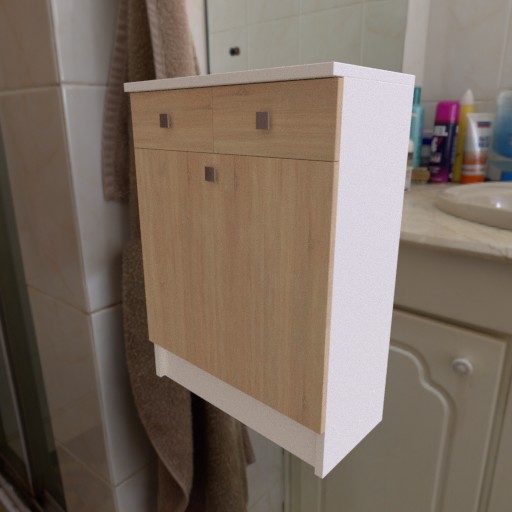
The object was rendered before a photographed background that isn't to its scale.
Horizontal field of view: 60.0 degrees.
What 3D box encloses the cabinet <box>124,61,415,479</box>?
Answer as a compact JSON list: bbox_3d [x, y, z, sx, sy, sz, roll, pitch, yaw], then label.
[{"bbox_3d":[0.000,0.000,1.099,0.600,0.815,0.296,15,22,40],"label":"cabinet"}]
